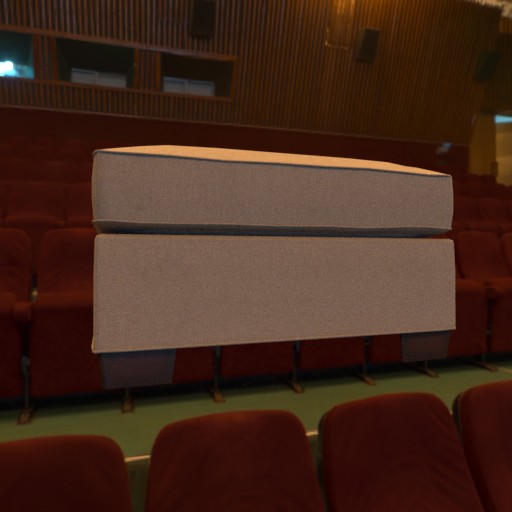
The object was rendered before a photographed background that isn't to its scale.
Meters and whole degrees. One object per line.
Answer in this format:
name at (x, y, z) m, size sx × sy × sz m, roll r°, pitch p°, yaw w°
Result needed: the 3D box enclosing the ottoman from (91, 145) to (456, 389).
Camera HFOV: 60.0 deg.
ottoman at (0.000, 0.000, 1.235) m, size 0.846 × 0.503 × 0.617 m, roll 0°, pitch 0°, yaw -18°
